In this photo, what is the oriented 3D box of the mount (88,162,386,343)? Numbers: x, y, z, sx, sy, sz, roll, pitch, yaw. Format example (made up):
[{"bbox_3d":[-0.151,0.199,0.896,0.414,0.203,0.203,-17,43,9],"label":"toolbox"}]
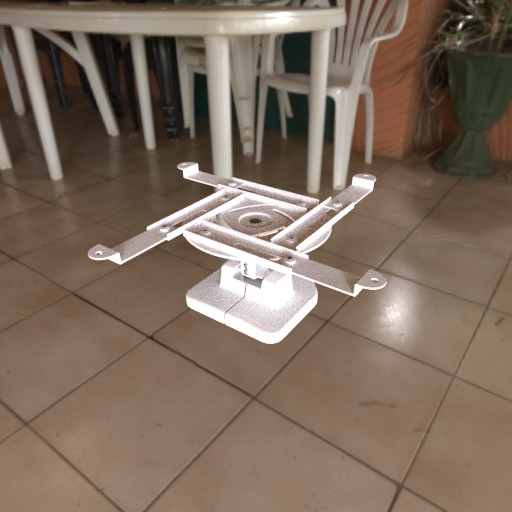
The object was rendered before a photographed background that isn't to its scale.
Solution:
[{"bbox_3d":[0.000,0.000,0.597,0.394,0.141,0.394,20,36,30],"label":"mount"}]
